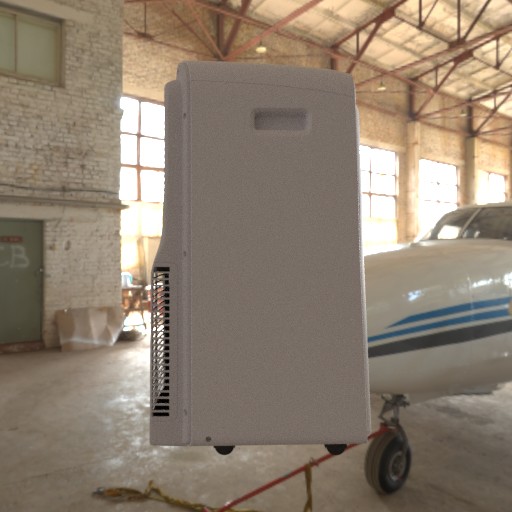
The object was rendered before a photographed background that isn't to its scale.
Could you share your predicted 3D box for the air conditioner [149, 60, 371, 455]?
[{"bbox_3d":[0.000,0.000,1.038,0.467,0.765,0.478,0,1,0],"label":"air conditioner"}]
